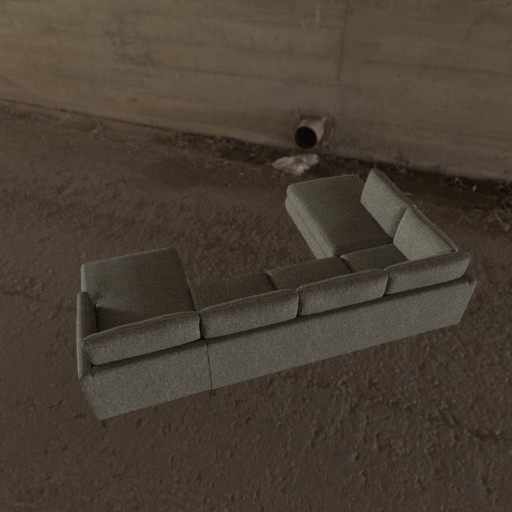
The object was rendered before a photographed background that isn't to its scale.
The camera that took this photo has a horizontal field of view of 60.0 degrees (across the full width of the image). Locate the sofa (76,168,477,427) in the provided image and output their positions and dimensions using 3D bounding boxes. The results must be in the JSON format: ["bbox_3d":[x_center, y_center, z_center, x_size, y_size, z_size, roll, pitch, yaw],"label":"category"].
[{"bbox_3d":[0.000,0.000,3.590,2.737,0.756,1.879,-11,42,-13],"label":"sofa"}]
